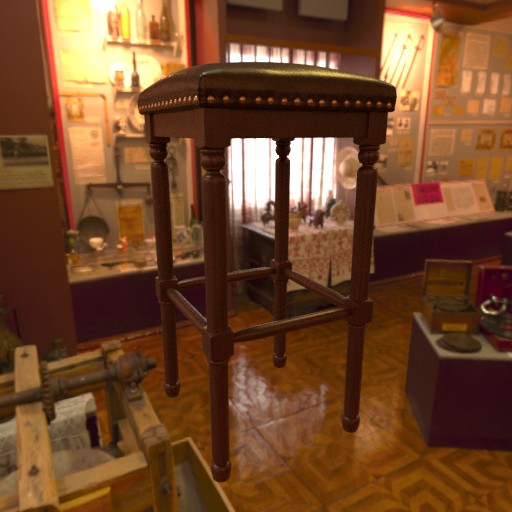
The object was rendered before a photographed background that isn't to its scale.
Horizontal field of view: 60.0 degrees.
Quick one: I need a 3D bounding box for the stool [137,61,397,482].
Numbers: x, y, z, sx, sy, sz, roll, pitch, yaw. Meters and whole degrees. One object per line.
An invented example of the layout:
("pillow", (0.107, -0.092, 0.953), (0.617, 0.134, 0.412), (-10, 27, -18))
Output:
("stool", (0.000, 0.000, 0.959), (0.382, 0.768, 0.383), (-8, 18, -26))
